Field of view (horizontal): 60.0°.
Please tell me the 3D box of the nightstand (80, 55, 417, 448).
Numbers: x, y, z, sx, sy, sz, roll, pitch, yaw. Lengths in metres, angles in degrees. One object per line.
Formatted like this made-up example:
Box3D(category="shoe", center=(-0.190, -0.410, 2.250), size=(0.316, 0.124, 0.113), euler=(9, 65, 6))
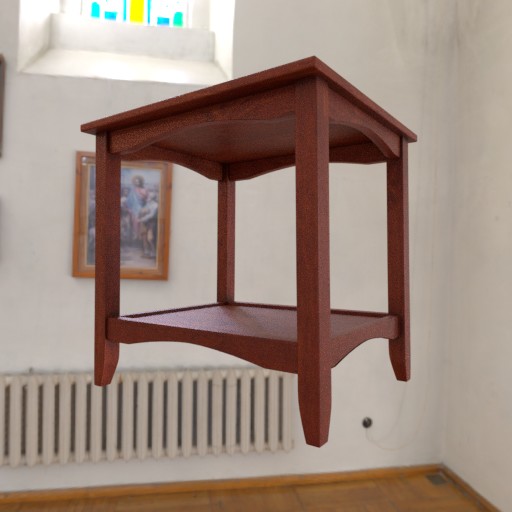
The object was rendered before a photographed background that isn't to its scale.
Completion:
Box3D(category="nightstand", center=(0.000, 0.000, 0.980), size=(0.558, 0.558, 0.501), euler=(0, 0, 36))
